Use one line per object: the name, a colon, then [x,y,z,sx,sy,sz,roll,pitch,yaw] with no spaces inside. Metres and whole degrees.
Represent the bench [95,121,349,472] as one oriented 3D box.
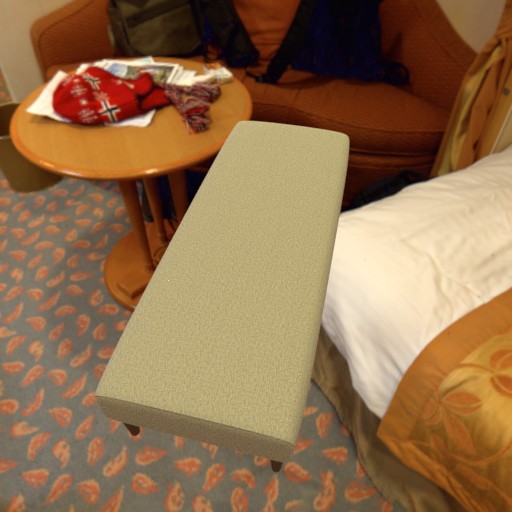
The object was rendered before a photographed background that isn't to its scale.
bench: [0.000,0.000,1.881,0.631,0.383,1.598,10,47,9]
